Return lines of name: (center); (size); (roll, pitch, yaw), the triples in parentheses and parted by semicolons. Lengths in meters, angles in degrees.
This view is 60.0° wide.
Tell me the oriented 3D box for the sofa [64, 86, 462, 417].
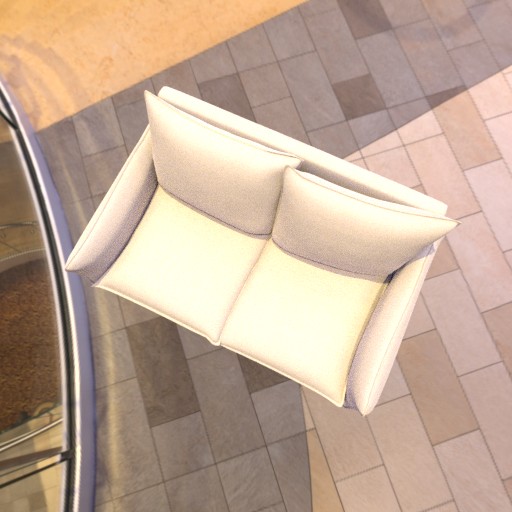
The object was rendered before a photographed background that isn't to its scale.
sofa: (0.000, 0.000, 1.859); (1.300, 0.840, 0.820); (25, 76, 7)
